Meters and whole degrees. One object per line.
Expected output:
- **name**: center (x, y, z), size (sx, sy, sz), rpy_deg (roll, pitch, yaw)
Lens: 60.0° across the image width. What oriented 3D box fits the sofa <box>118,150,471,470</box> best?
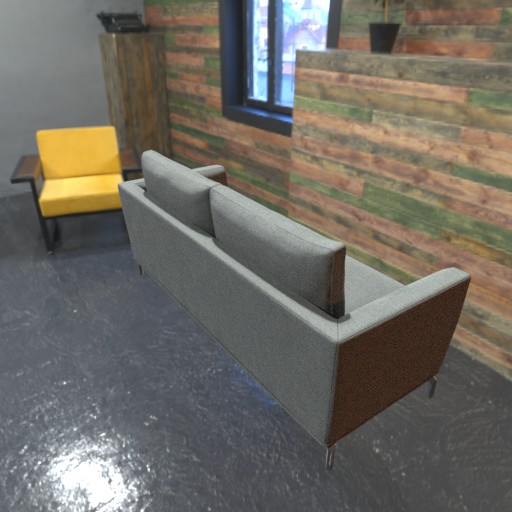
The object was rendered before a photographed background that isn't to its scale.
- **sofa**: center (0.000, 0.000, 2.682), size (0.869, 1.002, 2.212), rpy_deg (-18, 33, -31)
